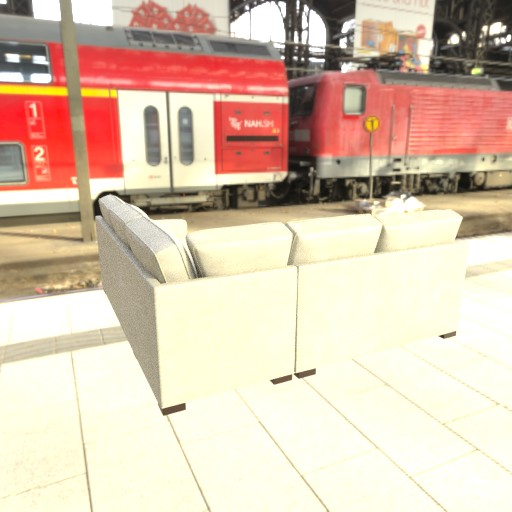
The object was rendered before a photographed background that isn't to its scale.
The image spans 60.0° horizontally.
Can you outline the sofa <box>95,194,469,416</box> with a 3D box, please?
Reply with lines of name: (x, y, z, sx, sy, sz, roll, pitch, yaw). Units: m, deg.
sofa: (0.000, 0.000, 3.558, 2.188, 0.936, 2.211, -8, 17, -26)
